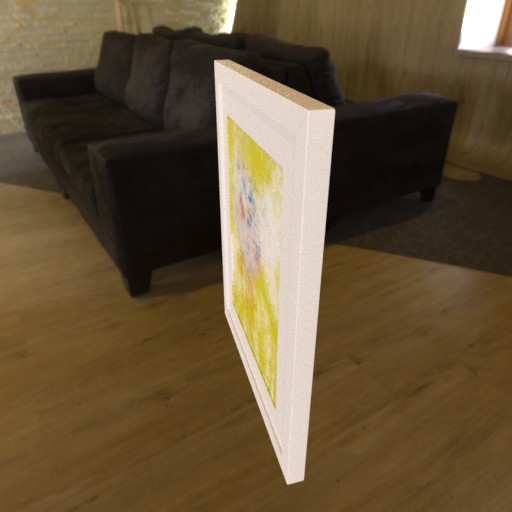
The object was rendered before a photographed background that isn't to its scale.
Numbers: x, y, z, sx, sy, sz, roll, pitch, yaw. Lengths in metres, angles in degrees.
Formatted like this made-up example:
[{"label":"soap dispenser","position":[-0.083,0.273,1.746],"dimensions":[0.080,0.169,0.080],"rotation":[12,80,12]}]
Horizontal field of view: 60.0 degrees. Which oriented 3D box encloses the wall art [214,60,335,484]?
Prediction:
[{"label":"wall art","position":[0.000,0.000,0.736],"dimensions":[0.028,0.556,0.454],"rotation":[-8,30,-14]}]
